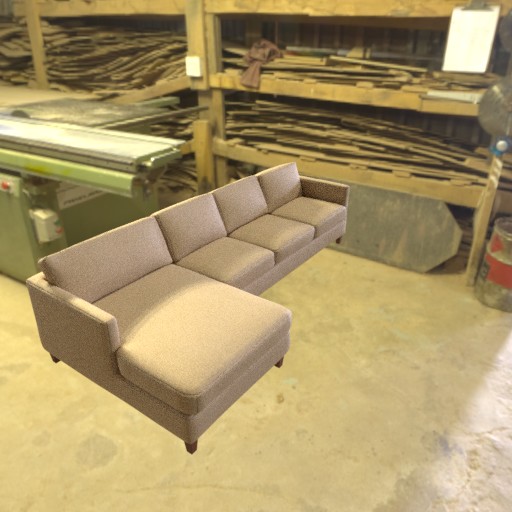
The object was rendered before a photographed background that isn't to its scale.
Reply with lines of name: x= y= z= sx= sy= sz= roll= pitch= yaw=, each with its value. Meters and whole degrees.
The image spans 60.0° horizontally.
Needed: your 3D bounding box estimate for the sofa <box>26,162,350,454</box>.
sofa: x=0.000 y=0.000 z=3.769 sx=1.502 sy=0.876 sz=3.201 roll=18 pitch=31 yaw=32
